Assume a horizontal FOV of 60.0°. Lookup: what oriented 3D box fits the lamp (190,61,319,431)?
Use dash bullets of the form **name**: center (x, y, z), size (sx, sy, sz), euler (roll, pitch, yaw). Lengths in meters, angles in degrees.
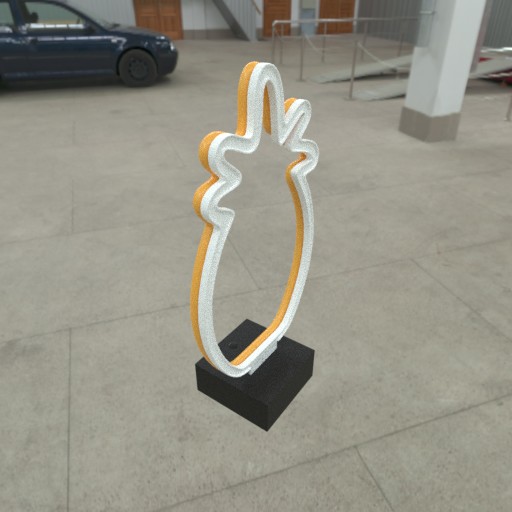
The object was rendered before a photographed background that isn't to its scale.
- **lamp**: center (0.000, 0.000, 0.390), size (0.088, 0.317, 0.167), euler (20, 37, 30)
